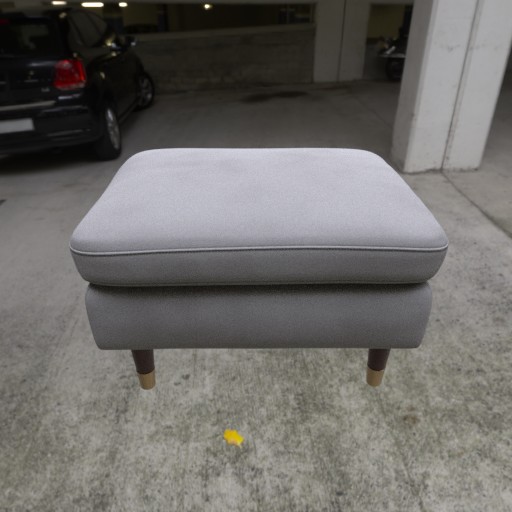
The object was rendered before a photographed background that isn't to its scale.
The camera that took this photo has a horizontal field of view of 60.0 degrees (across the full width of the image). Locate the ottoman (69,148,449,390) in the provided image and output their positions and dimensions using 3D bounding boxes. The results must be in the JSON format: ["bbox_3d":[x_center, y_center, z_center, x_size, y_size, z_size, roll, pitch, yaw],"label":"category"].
[{"bbox_3d":[0.000,0.000,1.146,0.747,0.478,0.593,-1,30,-1],"label":"ottoman"}]
